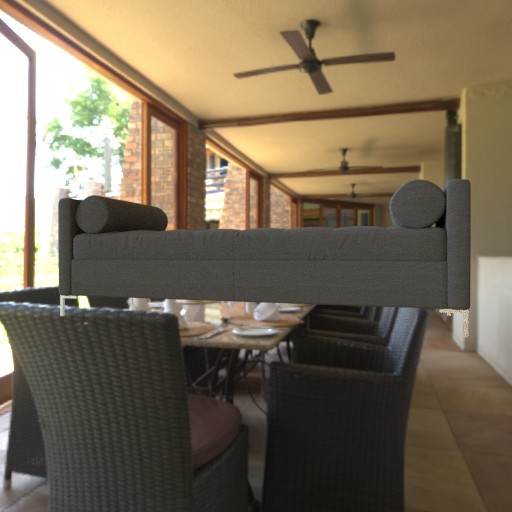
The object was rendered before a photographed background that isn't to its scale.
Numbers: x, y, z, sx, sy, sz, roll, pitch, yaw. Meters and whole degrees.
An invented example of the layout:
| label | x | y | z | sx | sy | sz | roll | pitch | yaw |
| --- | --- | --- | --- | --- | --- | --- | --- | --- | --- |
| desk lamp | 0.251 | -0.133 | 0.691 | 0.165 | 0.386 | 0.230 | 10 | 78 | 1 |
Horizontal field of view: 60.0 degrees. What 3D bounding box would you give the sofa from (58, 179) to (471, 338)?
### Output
| label | x | y | z | sx | sy | sz | roll | pitch | yaw |
| --- | --- | --- | --- | --- | --- | --- | --- | --- | --- |
| sofa | 0.000 | 0.000 | 2.351 | 1.981 | 0.635 | 0.686 | 0 | 0 | 18 |
